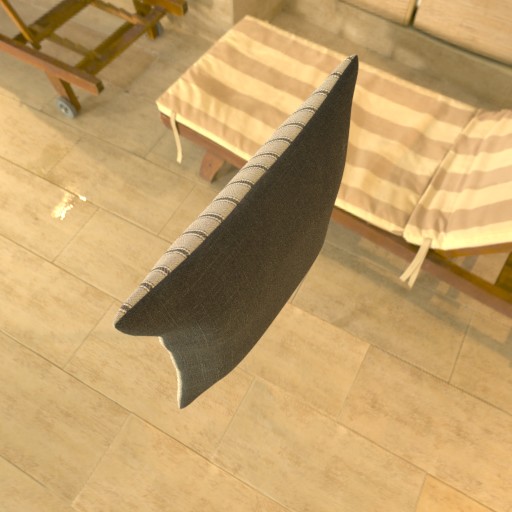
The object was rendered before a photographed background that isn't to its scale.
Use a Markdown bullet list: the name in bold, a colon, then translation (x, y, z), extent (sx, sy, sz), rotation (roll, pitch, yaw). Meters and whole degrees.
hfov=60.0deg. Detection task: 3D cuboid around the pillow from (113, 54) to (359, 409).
- **pillow**: translation (0.000, 0.000, 0.686), extent (0.138, 0.444, 0.468), rotation (31, 66, 16)
